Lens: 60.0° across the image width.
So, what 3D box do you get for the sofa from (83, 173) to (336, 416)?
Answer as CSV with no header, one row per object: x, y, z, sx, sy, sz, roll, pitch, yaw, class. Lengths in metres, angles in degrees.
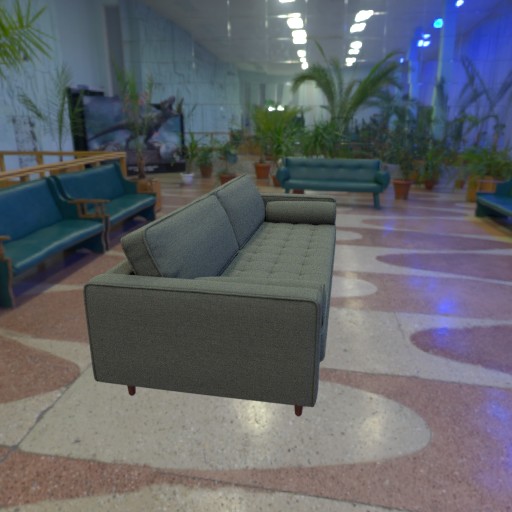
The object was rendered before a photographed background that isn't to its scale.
0.000,0.000,2.653,0.914,0.762,2.198,3,18,11,sofa
